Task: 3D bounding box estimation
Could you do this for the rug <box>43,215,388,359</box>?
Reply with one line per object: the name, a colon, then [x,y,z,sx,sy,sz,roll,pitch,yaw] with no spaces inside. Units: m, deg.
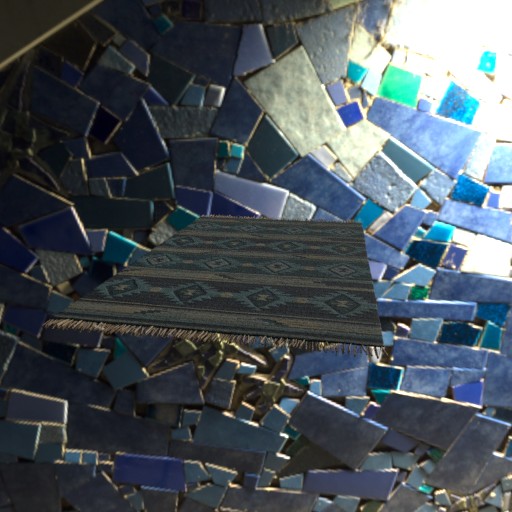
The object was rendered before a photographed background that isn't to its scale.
rug: [0.000,0.000,2.353,1.181,0.028,1.936,3,17,10]
